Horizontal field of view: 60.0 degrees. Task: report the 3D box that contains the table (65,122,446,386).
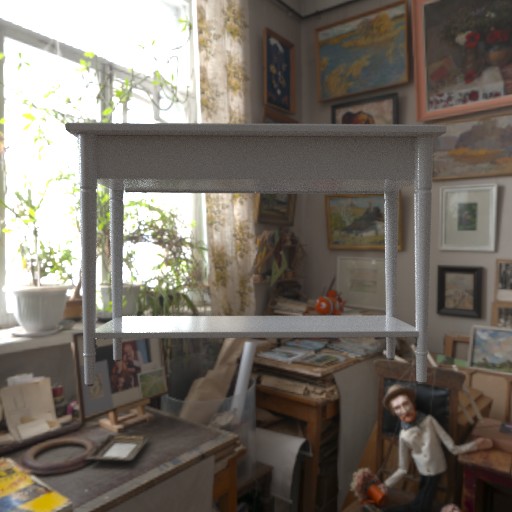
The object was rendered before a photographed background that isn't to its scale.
[{"bbox_3d":[0.000,0.000,1.436,1.067,0.749,0.381,0,1,-1],"label":"table"}]
